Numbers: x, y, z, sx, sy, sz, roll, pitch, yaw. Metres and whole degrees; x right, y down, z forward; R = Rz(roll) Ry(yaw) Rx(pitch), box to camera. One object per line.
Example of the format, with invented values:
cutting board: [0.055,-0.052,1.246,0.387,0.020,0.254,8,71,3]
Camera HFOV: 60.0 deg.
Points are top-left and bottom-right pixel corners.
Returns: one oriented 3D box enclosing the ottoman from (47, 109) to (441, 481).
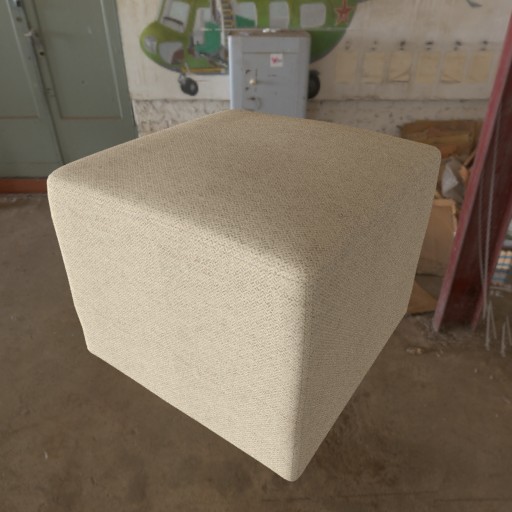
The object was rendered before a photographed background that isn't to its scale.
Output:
ottoman: [0.000,0.000,0.872,0.512,0.453,0.521,21,38,29]
